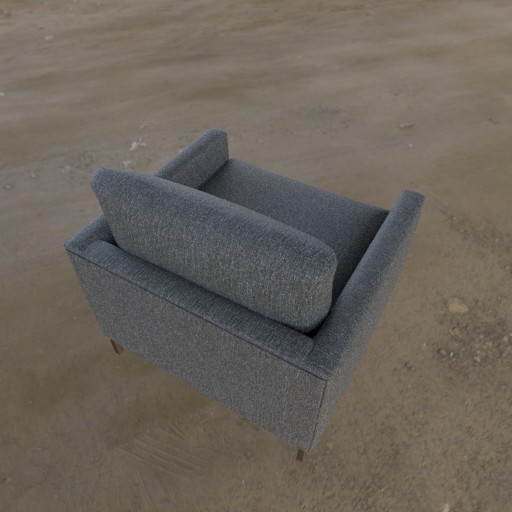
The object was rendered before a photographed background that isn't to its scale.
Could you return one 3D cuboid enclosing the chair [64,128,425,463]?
[{"bbox_3d":[0.000,0.000,1.637,0.963,0.861,0.866,23,50,21],"label":"chair"}]
